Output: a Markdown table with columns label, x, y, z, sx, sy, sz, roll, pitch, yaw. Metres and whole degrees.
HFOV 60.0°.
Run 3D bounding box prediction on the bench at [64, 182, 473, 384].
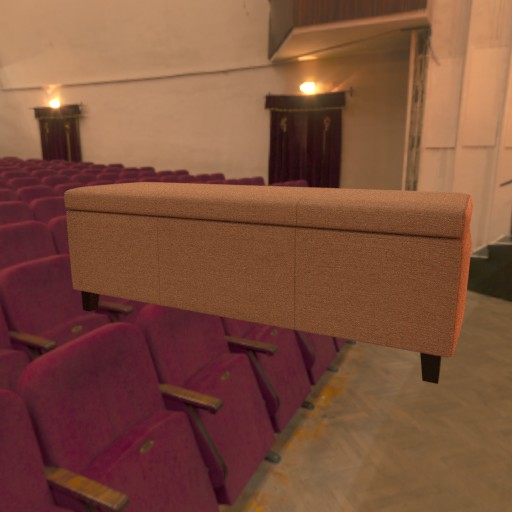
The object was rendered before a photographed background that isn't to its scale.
| label | x | y | z | sx | sy | sz | roll | pitch | yaw |
| --- | --- | --- | --- | --- | --- | --- | --- | --- | --- |
| bench | 0.000 | 0.000 | 1.464 | 1.269 | 0.438 | 0.446 | 6 | 14 | 26 |
